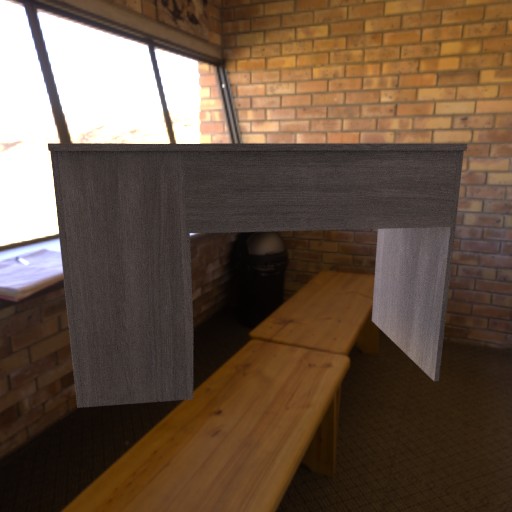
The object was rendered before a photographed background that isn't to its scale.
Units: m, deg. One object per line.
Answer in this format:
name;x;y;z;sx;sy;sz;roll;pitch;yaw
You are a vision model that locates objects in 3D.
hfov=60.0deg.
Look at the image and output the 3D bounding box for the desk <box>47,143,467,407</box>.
desk;0.000;0.000;1.502;1.097;0.735;0.560;-2;14;-8
